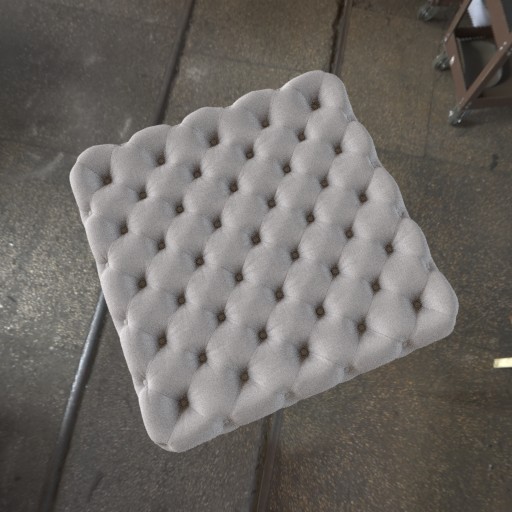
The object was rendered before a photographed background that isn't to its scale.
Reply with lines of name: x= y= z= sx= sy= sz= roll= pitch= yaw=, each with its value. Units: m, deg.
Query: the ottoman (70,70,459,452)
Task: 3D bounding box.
ottoman: x=0.000 y=0.000 z=1.184 sx=0.758 sy=0.365 sz=0.764 roll=-21 pitch=75 yaw=-6
